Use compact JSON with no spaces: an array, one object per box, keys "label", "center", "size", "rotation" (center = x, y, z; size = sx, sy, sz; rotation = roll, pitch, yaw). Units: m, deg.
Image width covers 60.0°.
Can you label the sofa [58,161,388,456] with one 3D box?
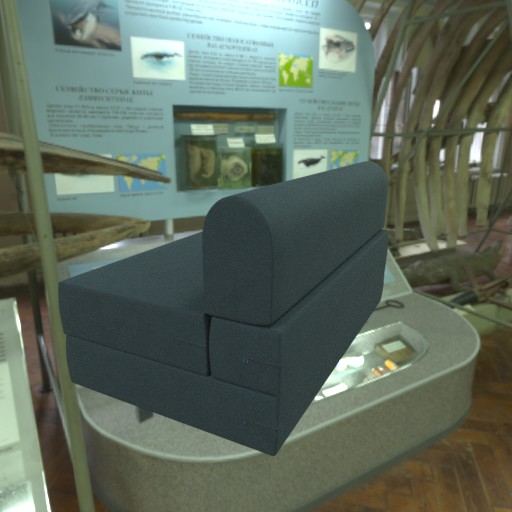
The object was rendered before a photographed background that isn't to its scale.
[{"label":"sofa","center":[0.000,0.000,1.707],"size":[0.762,0.660,1.219],"rotation":[8,18,27]}]
